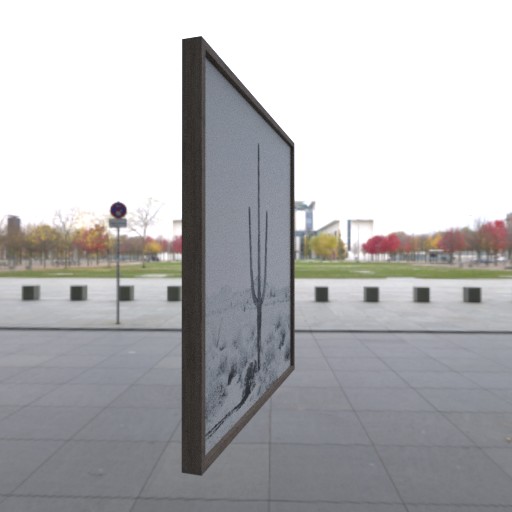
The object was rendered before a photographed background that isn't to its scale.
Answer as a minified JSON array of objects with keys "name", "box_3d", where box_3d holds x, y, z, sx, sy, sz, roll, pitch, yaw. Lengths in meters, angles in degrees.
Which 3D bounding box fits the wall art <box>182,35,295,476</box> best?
[{"name":"wall art","box_3d":[0.000,0.000,1.136,0.038,0.762,0.762,0,0,17]}]
